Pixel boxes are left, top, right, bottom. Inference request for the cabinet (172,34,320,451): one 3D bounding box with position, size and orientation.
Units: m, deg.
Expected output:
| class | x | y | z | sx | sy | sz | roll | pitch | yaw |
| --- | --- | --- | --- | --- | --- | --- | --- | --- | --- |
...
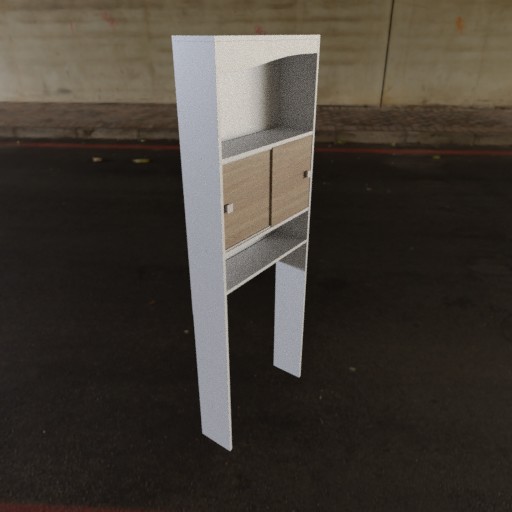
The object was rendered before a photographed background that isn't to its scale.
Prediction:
| class | x | y | z | sx | sy | sz | roll | pitch | yaw |
| --- | --- | --- | --- | --- | --- | --- | --- | --- | --- |
| cabinet | 0.000 | 0.000 | 1.983 | 0.192 | 1.770 | 0.643 | 18 | 32 | 32 |
